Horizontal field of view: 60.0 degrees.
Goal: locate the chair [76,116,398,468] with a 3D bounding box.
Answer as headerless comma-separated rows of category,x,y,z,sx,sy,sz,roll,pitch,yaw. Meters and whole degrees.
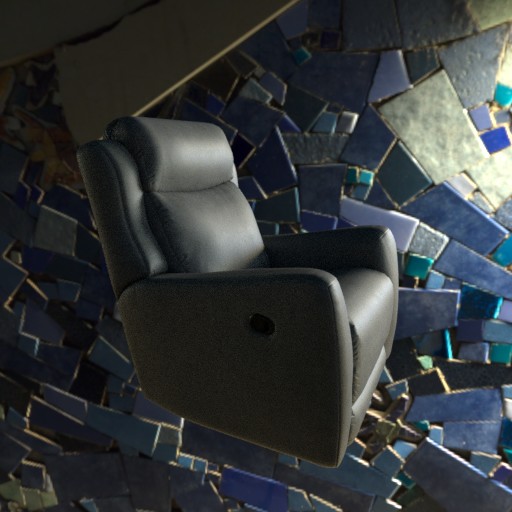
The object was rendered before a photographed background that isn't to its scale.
chair,0.000,0.000,1.862,1.068,1.116,0.965,7,15,26
